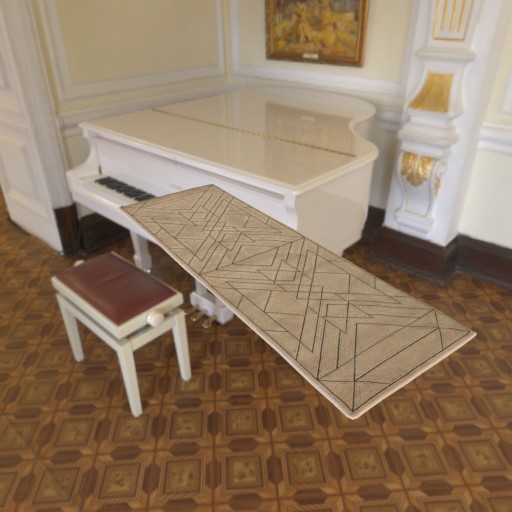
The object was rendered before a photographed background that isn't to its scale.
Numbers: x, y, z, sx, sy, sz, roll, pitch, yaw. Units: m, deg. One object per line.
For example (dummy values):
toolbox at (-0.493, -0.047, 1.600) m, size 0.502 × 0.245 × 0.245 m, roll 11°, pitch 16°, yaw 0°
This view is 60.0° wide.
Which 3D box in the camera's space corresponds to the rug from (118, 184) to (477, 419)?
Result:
rug at (0.000, 0.000, 2.689) m, size 0.831 × 0.036 × 2.381 m, roll -20°, pitch 36°, yaw -30°
